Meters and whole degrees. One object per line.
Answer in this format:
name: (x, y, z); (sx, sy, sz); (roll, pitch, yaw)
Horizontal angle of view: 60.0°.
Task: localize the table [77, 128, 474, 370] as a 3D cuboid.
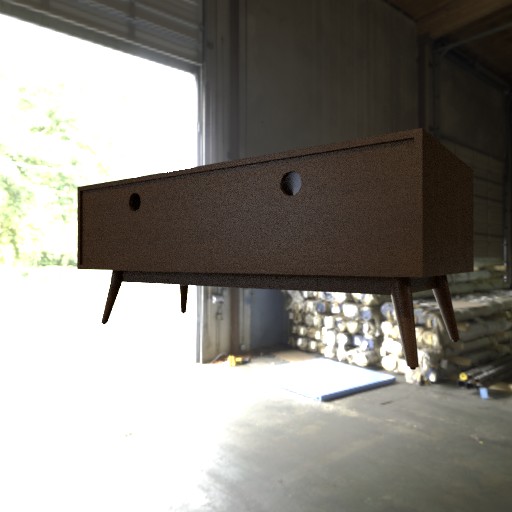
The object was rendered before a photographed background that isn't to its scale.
table: (0.000, 0.000, 1.344); (1.119, 0.464, 0.490); (0, -1, 36)
